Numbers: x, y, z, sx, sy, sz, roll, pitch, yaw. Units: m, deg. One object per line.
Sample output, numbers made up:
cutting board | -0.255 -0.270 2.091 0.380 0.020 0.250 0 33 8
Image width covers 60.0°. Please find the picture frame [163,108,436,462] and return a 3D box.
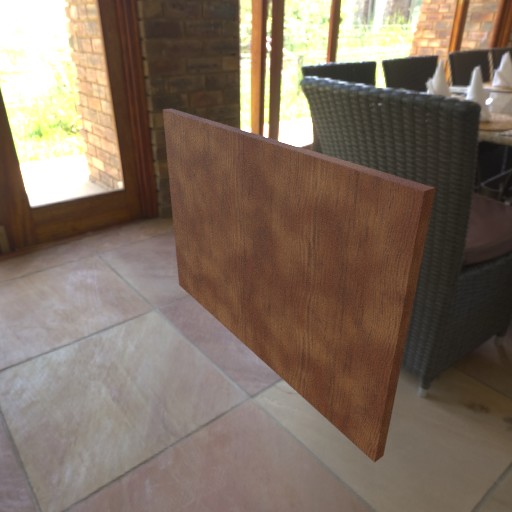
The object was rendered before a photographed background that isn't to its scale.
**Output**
picture frame | 0.000 0.000 1.199 0.029 0.640 0.950 -19 33 -31
